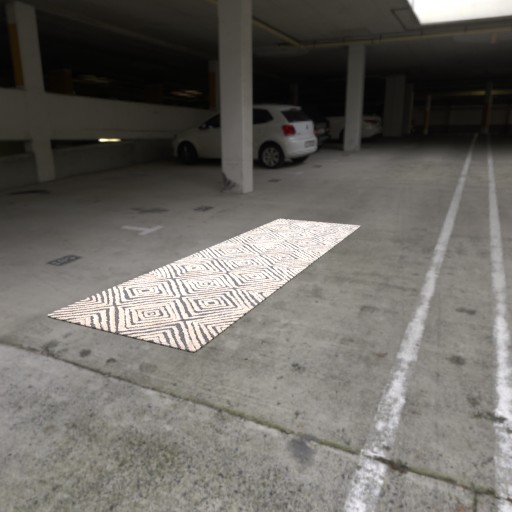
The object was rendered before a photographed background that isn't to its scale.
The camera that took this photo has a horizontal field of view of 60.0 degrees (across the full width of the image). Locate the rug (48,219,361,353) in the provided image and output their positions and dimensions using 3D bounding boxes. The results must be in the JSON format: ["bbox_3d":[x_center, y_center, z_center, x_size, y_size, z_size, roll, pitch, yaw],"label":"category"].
[{"bbox_3d":[0.000,0.000,2.531,0.676,0.008,2.277,7,17,25],"label":"rug"}]
